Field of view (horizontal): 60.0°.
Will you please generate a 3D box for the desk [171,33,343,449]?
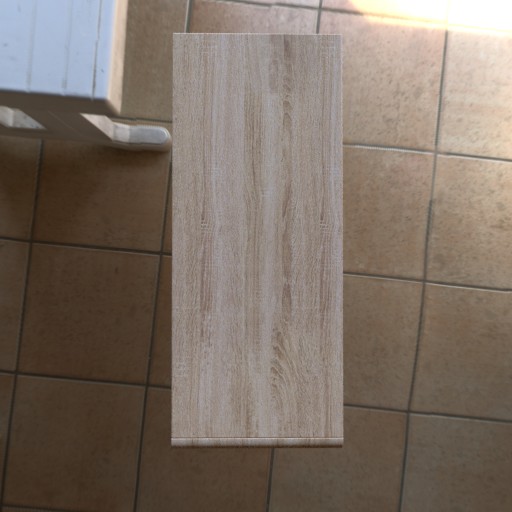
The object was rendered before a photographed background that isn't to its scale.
[{"bbox_3d":[0.000,0.000,1.669,0.500,0.750,1.300,0,89,-1],"label":"desk"}]
